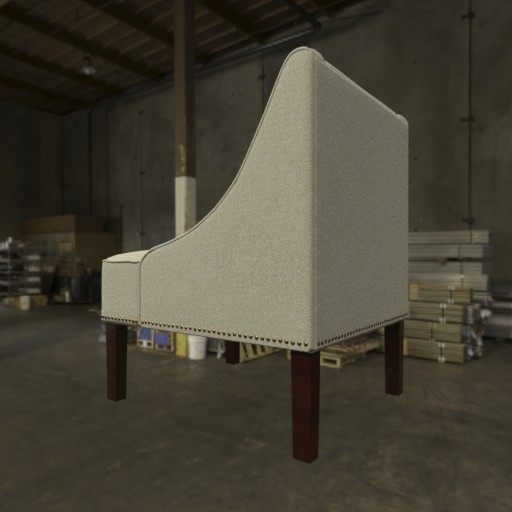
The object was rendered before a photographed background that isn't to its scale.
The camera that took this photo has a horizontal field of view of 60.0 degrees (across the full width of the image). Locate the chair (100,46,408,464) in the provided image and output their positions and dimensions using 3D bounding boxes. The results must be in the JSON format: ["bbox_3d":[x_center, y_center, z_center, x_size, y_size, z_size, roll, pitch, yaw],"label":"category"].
[{"bbox_3d":[0.000,0.000,1.366,0.748,0.872,0.628,0,0,36],"label":"chair"}]
